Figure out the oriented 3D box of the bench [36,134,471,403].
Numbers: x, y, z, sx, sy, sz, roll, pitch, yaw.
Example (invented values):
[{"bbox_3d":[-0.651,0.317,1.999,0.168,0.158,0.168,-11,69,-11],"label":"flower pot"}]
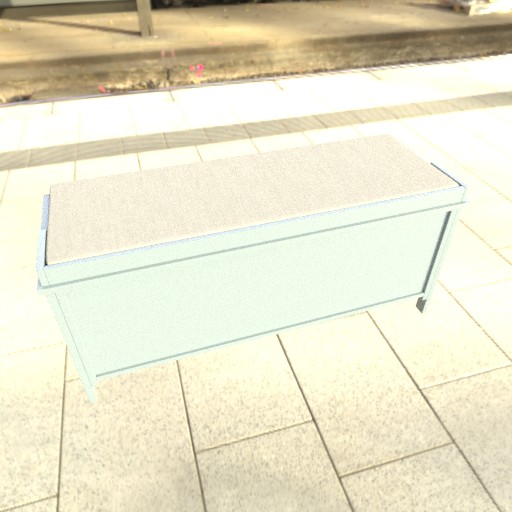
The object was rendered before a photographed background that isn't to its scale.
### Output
[{"bbox_3d":[0.000,0.000,1.381,1.140,0.501,0.398,-12,41,-14],"label":"bench"}]
